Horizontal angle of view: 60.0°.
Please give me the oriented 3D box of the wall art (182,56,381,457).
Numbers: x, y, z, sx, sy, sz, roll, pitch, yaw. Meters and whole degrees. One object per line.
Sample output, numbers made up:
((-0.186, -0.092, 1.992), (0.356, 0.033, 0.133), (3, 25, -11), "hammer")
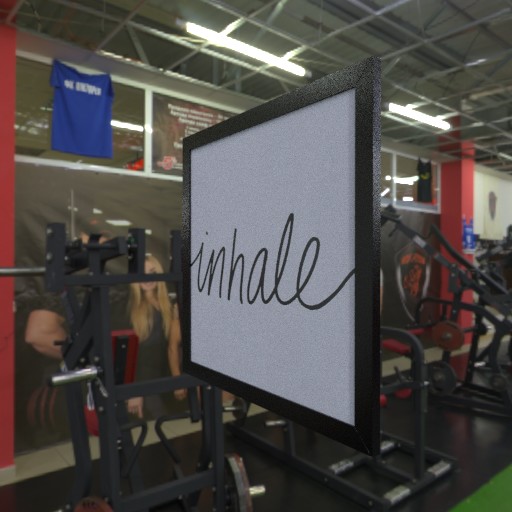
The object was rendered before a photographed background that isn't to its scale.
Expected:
((0.000, 0.000, 0.672), (0.014, 0.445, 0.446), (0, 0, -37), "wall art")
